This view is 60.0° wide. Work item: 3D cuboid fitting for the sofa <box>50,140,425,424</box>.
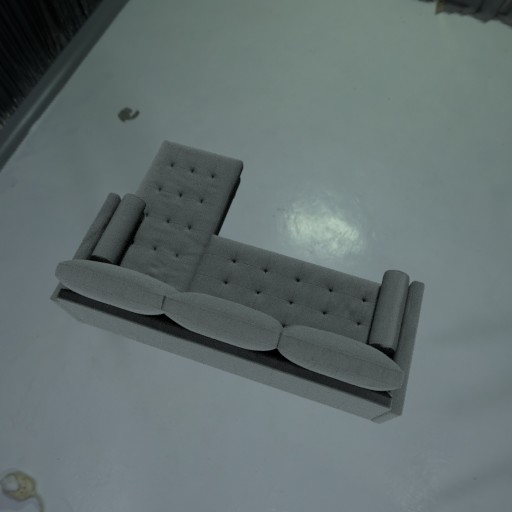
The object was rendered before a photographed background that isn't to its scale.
[{"bbox_3d":[0.000,0.000,3.014,2.178,0.876,1.506,17,65,8],"label":"sofa"}]
